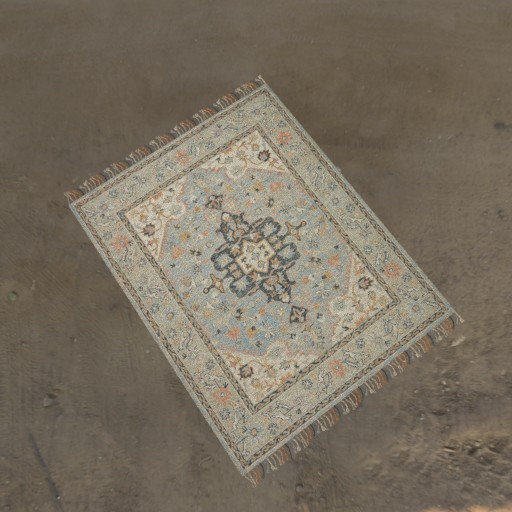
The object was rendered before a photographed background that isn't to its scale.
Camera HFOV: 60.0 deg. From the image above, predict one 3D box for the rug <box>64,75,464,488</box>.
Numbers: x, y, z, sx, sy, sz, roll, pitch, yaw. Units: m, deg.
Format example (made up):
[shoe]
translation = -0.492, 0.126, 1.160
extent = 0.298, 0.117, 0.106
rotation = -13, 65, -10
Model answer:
[rug]
translation = 0.000, 0.000, 2.243
extent = 1.278, 0.009, 1.730
rotation = -34, 78, -9
